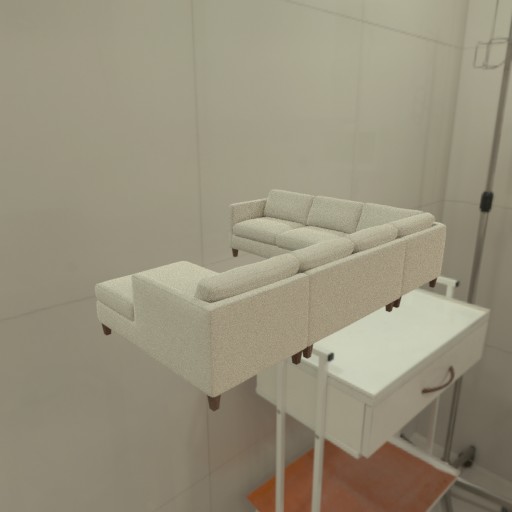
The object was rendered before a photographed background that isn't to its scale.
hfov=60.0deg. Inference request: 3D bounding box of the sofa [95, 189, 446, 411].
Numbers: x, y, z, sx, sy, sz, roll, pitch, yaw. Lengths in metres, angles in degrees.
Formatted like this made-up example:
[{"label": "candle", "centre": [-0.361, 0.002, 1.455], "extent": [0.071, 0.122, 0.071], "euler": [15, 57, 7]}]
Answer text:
[{"label": "sofa", "centre": [0.000, 0.000, 4.545], "extent": [3.238, 0.853, 2.551], "euler": [-16, 23, -42]}]
